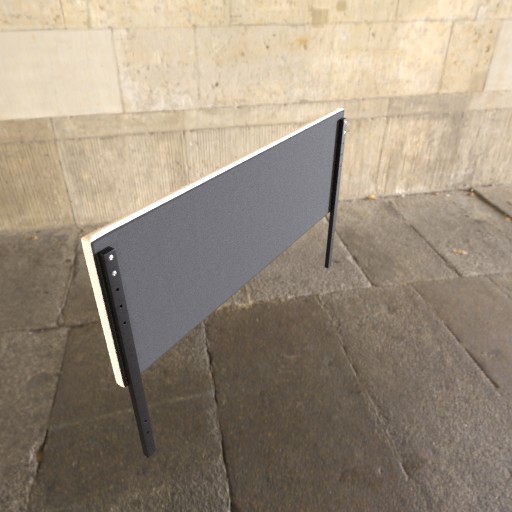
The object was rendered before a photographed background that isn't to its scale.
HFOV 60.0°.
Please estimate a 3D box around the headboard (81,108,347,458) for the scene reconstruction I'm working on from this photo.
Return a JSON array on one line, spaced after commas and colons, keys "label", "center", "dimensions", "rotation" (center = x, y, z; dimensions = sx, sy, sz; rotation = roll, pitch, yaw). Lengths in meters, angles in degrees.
[{"label": "headboard", "center": [0.000, 0.000, 2.919], "dimensions": [0.120, 1.410, 2.362], "rotation": [20, 38, 28]}]
